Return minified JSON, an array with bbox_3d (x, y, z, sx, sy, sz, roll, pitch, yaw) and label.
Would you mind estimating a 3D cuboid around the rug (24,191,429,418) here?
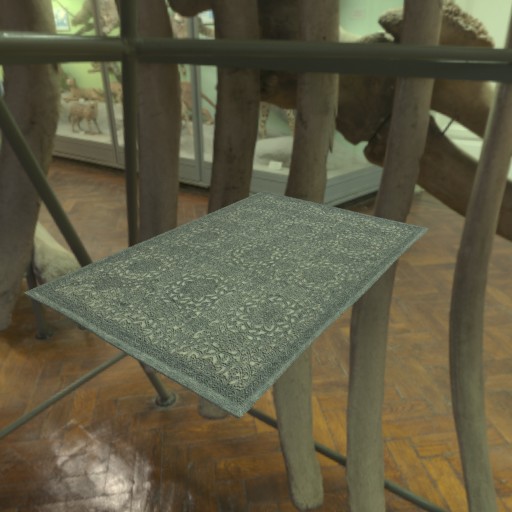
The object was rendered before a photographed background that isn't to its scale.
[{"bbox_3d":[0.000,0.000,2.300,1.224,0.016,1.830,18,31,32],"label":"rug"}]
